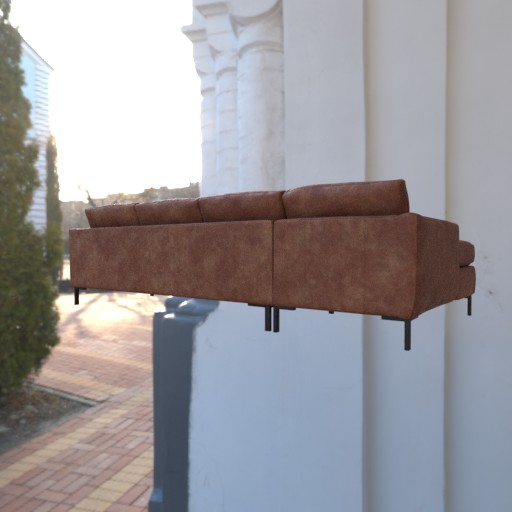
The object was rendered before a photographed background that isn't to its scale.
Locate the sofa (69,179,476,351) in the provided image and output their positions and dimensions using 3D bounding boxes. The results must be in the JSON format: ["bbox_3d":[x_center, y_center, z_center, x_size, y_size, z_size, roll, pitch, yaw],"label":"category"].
[{"bbox_3d":[0.000,0.000,3.554,2.993,0.859,1.471,1,1,36],"label":"sofa"}]
